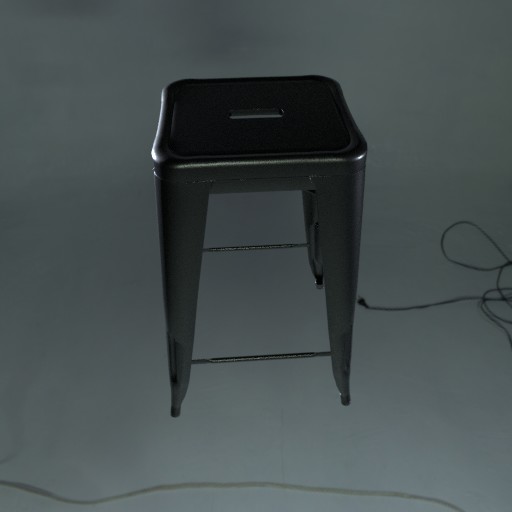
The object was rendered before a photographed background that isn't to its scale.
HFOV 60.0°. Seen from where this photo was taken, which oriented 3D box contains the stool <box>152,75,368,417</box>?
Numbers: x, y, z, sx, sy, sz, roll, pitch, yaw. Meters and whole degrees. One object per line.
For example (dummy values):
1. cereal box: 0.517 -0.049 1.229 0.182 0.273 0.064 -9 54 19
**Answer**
1. stool: 0.000 0.000 0.873 0.399 0.609 0.359 -3 46 -3
